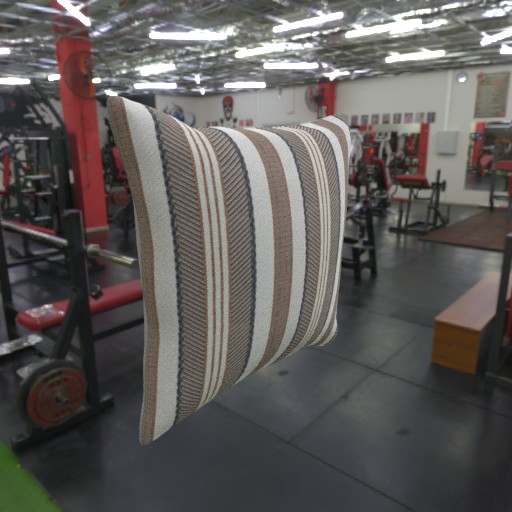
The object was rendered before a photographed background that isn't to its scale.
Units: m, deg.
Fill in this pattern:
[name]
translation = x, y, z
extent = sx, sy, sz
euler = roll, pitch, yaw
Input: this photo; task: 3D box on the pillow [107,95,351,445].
[pillow]
translation = 0.000, 0.000, 0.623
extent = 0.173, 0.401, 0.416
euler = 14, 20, 42
